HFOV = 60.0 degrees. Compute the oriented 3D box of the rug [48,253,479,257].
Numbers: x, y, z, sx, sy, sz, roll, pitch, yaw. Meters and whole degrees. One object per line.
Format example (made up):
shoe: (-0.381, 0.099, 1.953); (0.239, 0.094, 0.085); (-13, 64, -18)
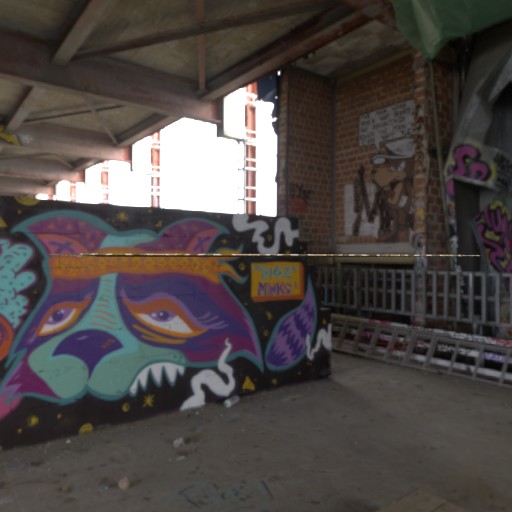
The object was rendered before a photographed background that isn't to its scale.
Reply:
rug: (0.000, 0.000, 3.065); (2.438, 0.008, 1.524); (0, 0, -17)
